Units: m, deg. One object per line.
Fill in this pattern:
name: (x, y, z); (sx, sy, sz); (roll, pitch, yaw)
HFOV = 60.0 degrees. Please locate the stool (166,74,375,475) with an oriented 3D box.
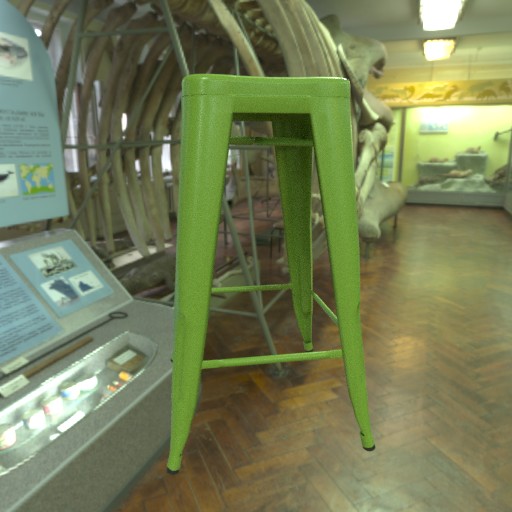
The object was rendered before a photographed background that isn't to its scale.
stool: (0.000, 0.000, 0.846); (0.358, 0.609, 0.398); (-2, 15, -9)
